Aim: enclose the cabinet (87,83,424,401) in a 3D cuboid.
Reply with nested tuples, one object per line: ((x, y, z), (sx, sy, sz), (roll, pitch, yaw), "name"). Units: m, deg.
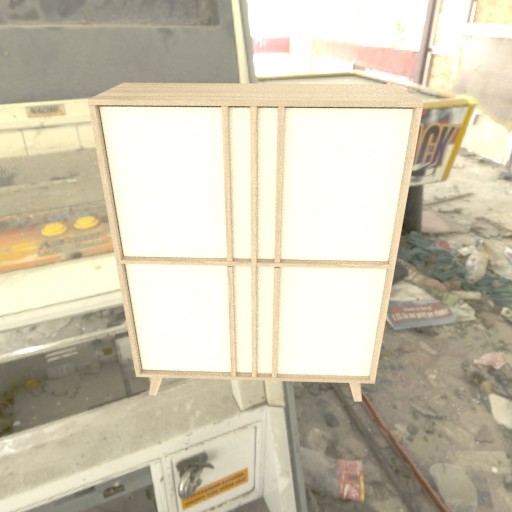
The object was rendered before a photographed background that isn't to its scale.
((0.000, 0.000, 1.969), (1.111, 1.388, 0.398), (1, 29, 2), "cabinet")
